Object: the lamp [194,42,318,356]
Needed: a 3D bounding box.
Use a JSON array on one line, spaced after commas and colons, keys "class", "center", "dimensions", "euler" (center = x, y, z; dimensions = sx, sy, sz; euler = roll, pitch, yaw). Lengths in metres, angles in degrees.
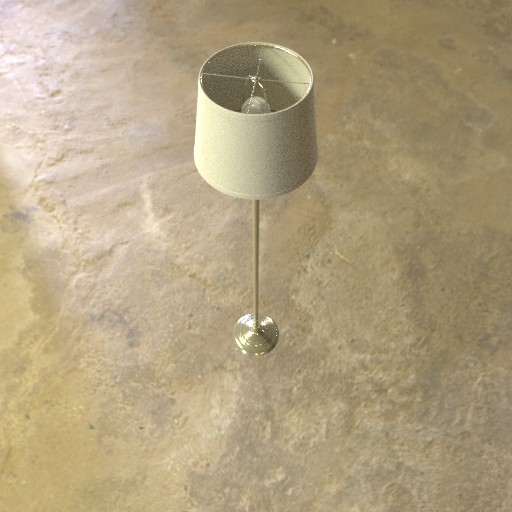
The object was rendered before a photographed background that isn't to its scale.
[{"class": "lamp", "center": [0.000, 0.000, 1.618], "dimensions": [0.327, 1.506, 0.327], "euler": [-32, 64, -18]}]
